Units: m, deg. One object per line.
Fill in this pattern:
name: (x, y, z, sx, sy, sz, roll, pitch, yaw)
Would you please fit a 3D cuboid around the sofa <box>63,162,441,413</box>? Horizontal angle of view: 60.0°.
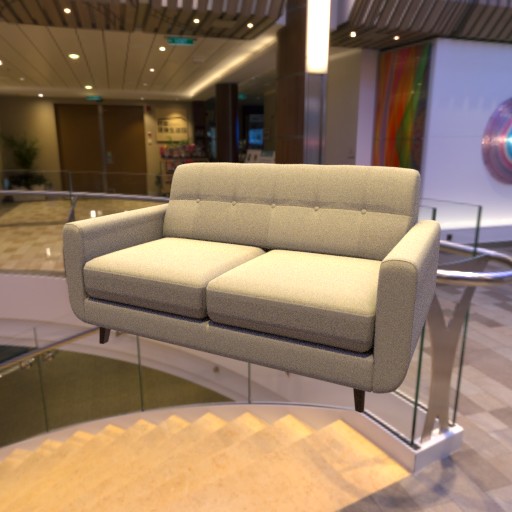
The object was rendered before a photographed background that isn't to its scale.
sofa: (0.000, 0.000, 2.242, 1.655, 0.892, 0.980, 7, 16, 26)
